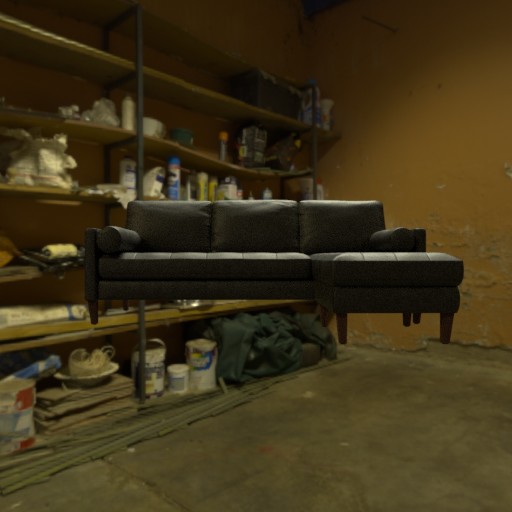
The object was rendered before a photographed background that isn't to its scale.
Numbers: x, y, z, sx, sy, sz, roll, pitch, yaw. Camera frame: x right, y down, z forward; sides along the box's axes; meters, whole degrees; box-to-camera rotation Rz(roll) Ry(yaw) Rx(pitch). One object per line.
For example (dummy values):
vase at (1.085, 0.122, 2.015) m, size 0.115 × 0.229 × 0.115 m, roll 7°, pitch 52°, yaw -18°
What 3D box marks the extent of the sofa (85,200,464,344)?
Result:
sofa at (0.000, 0.000, 2.874) m, size 2.178 × 0.876 × 1.497 m, roll 0°, pitch 0°, yaw -1°
